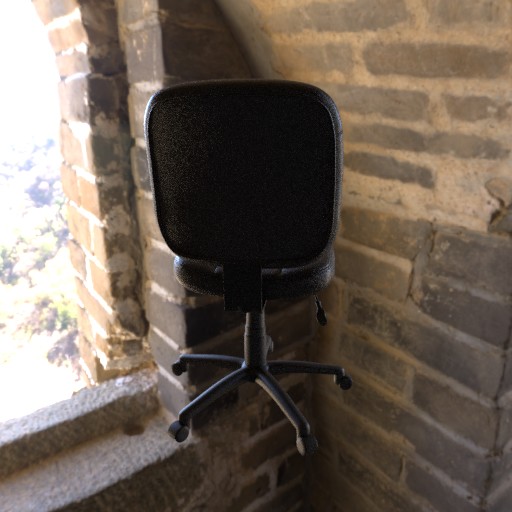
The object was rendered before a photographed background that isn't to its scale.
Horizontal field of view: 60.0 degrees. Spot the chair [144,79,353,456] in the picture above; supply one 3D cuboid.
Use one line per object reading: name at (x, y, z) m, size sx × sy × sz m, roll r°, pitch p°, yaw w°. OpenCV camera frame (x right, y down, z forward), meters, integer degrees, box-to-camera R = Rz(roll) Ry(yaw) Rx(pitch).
chair at (0.000, 0.000, 1.366) m, size 0.647 × 0.959 × 0.646 m, roll 2°, pitch 15°, yaw 9°
